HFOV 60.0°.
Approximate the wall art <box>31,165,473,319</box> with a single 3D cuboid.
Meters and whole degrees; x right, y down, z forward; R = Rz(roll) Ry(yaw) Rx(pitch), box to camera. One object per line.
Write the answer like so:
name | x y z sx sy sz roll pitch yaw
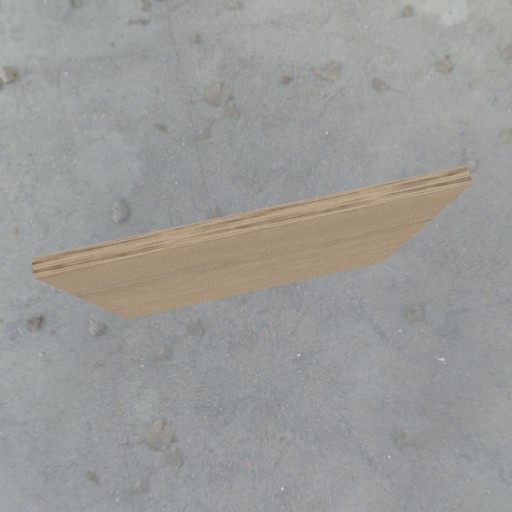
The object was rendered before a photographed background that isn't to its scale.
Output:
wall art | 0.000 0.000 1.130 0.841 0.609 0.063 -12 75 -3
